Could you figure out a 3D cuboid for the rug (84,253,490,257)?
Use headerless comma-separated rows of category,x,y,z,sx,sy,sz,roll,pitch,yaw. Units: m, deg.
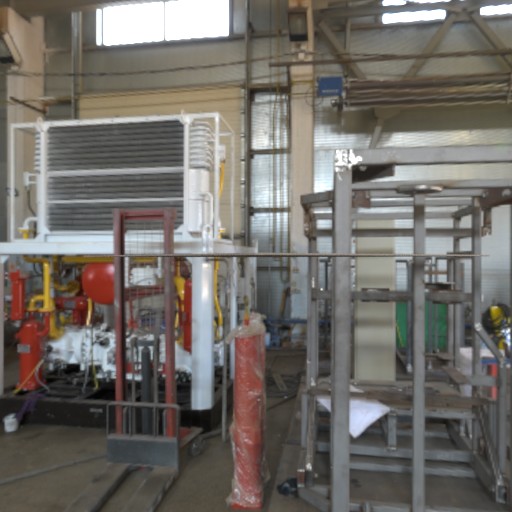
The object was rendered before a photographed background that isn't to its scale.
rug,0.000,0.000,2.901,1.600,0.008,2.235,0,0,-36
